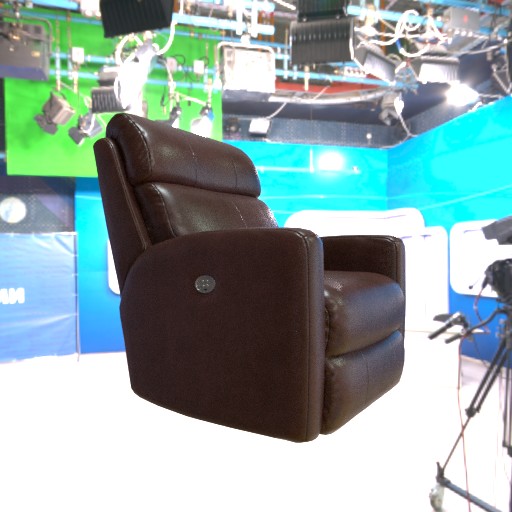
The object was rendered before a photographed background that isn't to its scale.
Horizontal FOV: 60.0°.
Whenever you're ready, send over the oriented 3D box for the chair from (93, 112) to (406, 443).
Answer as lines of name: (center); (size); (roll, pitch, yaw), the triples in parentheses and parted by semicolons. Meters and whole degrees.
chair: (0.000, 0.000, 1.603); (0.939, 1.016, 0.787); (1, 1, 36)
